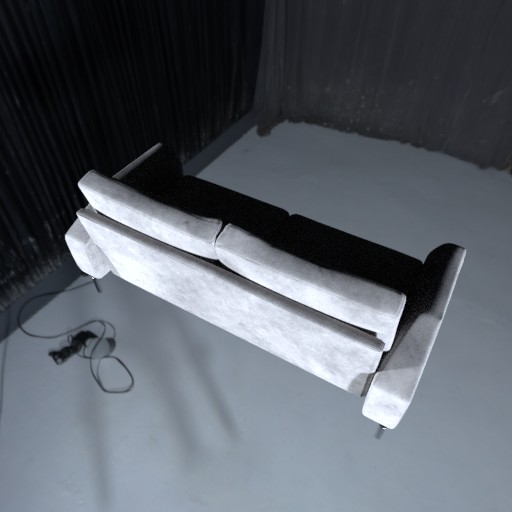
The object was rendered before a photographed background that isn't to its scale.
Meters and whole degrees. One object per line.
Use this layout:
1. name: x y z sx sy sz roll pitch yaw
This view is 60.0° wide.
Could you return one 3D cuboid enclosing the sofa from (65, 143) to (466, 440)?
1. sofa: 0.000 0.000 2.277 1.837 0.859 0.849 23 50 20
